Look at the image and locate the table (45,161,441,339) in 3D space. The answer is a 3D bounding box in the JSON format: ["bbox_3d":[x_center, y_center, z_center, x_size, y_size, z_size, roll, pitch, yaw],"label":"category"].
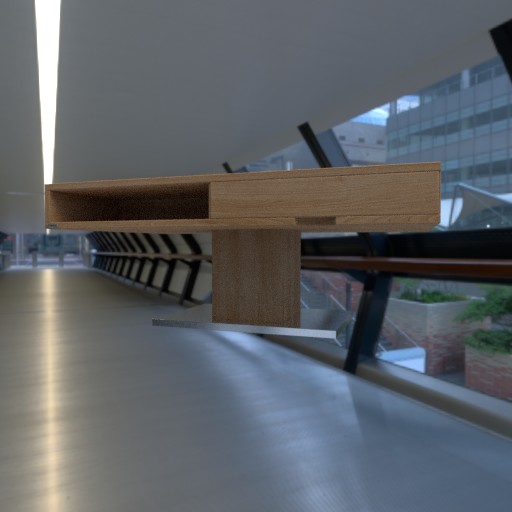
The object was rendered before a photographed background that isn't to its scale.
[{"bbox_3d":[0.000,0.000,1.483,1.100,0.440,0.700,1,2,19],"label":"table"}]
